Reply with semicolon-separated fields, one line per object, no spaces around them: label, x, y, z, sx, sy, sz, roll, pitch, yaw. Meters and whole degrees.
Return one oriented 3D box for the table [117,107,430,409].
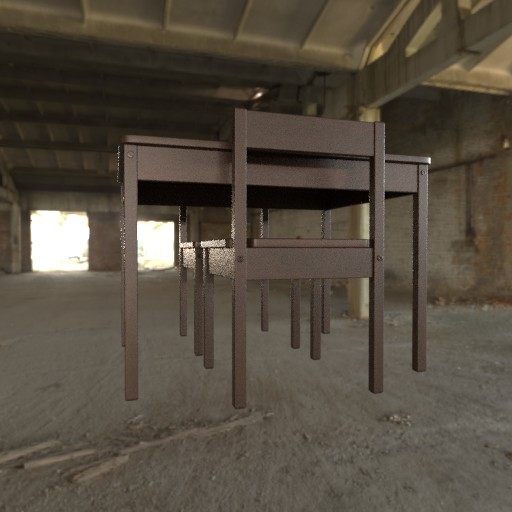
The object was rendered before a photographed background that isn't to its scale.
table;0.000;0.000;1.095;0.650;0.503;0.672;0;1;-18
